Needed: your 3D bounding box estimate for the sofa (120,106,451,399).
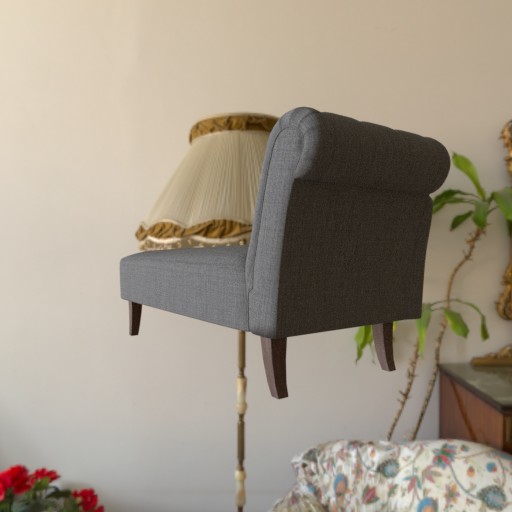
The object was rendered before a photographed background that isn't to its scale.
[{"bbox_3d":[0.000,0.000,1.800,0.675,0.787,1.379,-1,1,-35],"label":"sofa"}]
